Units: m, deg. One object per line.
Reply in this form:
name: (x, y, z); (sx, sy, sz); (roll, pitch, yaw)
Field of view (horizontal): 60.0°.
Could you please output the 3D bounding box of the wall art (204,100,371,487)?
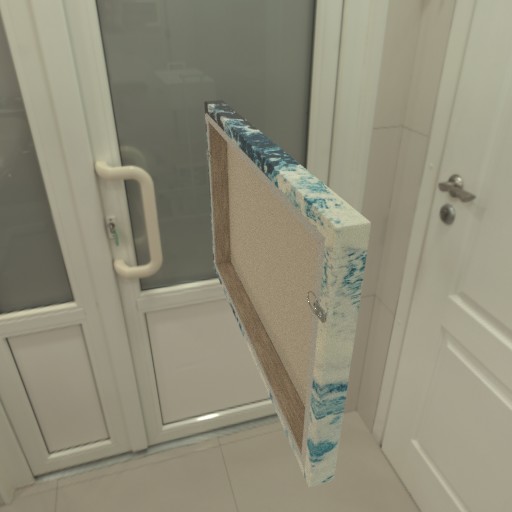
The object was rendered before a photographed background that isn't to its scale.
wall art: (0.000, 0.000, 0.770); (0.043, 0.407, 0.609); (-9, 31, -15)
